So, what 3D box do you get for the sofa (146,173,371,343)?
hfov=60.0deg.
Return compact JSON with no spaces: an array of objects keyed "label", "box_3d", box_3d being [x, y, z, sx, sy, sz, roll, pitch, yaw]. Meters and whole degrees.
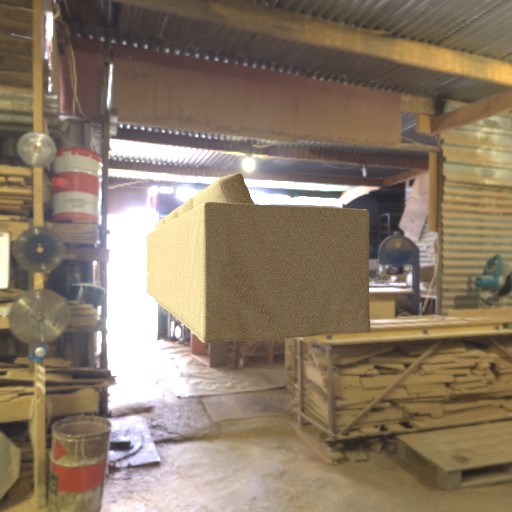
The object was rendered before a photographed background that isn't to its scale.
[{"label":"sofa","box_3d":[0.000,0.000,3.889,1.622,0.871,3.206,0,0,-19]}]
